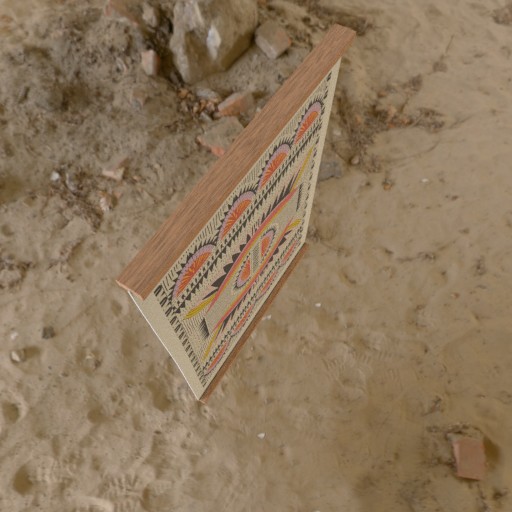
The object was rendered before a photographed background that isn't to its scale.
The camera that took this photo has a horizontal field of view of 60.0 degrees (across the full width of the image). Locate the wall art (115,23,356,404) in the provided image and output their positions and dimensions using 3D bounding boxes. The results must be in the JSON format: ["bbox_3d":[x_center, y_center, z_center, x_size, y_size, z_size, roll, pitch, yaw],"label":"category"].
[{"bbox_3d":[0.000,0.000,0.682,0.028,0.527,0.403,29,66,14],"label":"wall art"}]
